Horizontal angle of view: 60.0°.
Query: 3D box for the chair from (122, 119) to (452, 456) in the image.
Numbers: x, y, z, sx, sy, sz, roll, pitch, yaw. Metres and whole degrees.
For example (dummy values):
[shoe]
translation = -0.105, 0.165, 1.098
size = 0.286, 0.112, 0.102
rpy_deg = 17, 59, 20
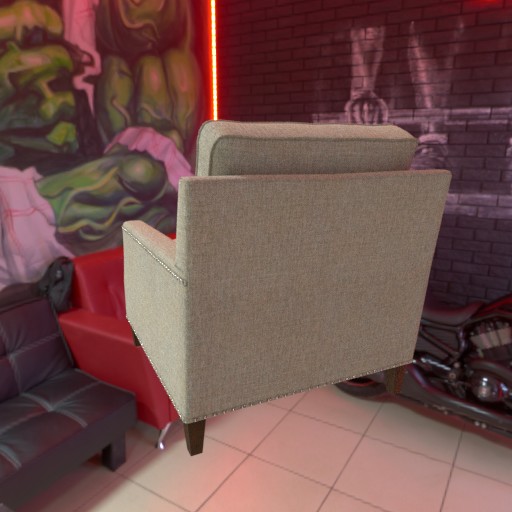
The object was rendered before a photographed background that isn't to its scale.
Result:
[chair]
translation = 0.000, 0.000, 1.685
size = 0.853, 0.943, 1.014
rpy_deg = -7, 15, -25
